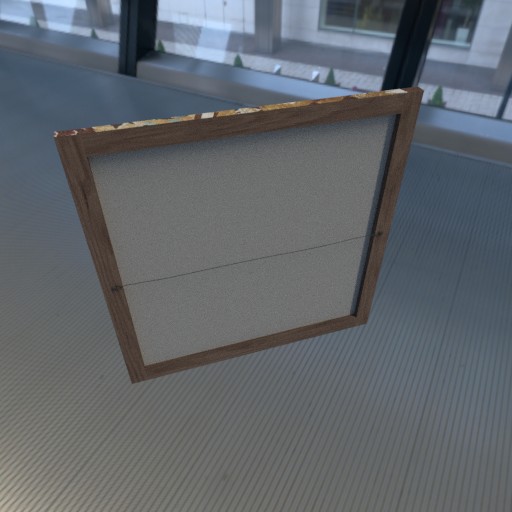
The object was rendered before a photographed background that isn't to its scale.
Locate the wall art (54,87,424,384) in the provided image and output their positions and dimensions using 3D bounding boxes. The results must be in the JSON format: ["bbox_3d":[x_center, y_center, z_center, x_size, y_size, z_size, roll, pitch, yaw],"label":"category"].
[{"bbox_3d":[0.000,0.000,1.124,0.757,0.762,0.028,-12,42,-13],"label":"wall art"}]
